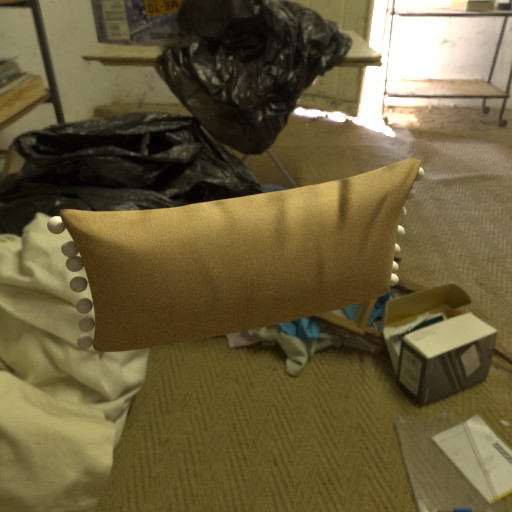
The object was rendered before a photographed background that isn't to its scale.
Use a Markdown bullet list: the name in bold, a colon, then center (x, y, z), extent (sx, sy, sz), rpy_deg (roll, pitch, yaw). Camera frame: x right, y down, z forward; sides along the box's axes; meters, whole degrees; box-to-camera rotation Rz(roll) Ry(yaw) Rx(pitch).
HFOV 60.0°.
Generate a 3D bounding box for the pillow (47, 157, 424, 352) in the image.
- **pillow**: center (0.000, 0.000, 0.852), extent (0.709, 0.322, 0.201), rpy_deg (-10, 34, -15)
